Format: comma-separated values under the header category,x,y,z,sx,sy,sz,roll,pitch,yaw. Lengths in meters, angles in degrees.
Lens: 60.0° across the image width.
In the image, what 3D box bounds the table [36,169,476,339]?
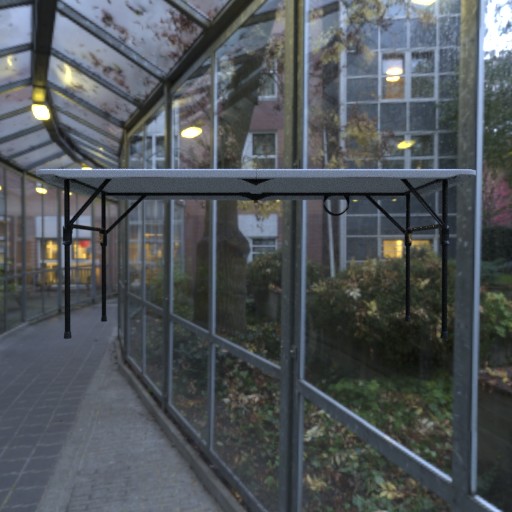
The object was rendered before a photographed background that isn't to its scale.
category,x,y,z,sx,sy,sz,roll,pitch,yaw
table,0.000,0.000,2.188,1.829,0.719,0.761,0,1,0
